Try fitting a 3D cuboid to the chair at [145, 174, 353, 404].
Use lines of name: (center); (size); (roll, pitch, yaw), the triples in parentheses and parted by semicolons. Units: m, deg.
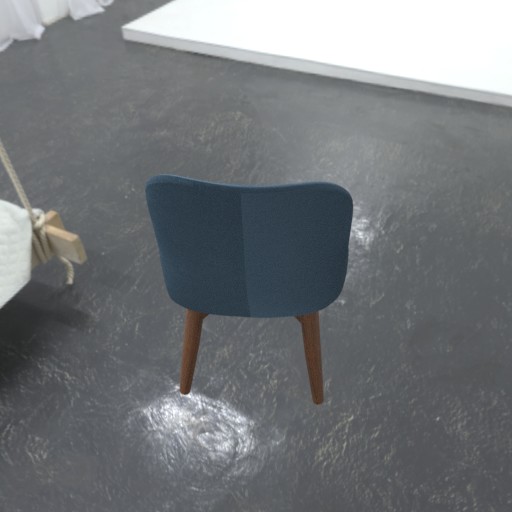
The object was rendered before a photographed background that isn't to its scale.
chair: (0.000, 0.000, 1.229); (0.503, 0.882, 0.589); (3, 45, 3)
